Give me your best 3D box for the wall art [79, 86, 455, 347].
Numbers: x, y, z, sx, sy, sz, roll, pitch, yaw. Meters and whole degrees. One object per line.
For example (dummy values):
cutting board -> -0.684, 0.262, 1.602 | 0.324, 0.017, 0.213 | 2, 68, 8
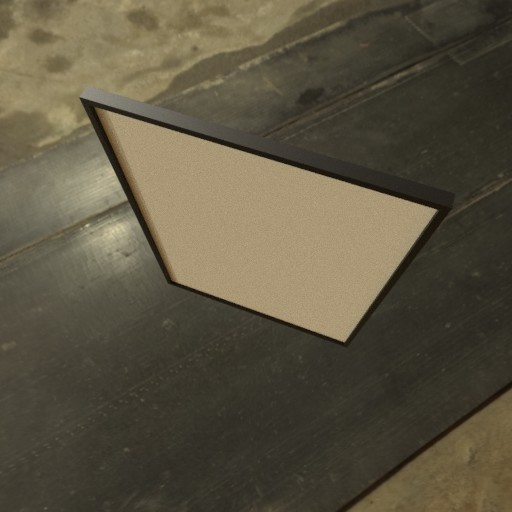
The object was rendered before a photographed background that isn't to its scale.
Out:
wall art -> 0.000, 0.000, 1.384 | 0.802, 1.070, 0.036 | 19, 66, 9
